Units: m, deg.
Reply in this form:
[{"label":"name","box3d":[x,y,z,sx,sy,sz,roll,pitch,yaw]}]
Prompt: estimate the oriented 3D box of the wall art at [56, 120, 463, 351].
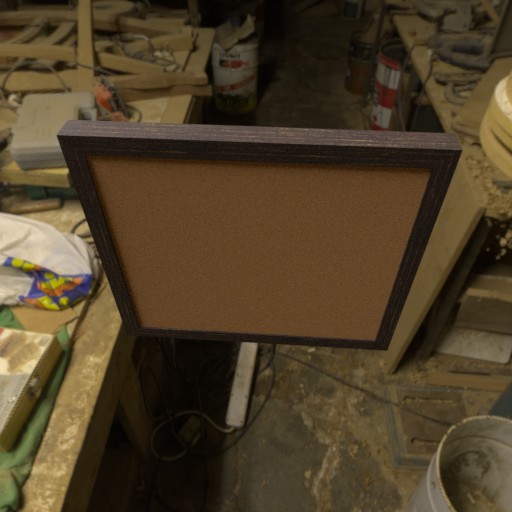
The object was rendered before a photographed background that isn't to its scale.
[{"label":"wall art","box3d":[0.000,0.000,0.542,0.381,0.330,0.031,3,45,3]}]
